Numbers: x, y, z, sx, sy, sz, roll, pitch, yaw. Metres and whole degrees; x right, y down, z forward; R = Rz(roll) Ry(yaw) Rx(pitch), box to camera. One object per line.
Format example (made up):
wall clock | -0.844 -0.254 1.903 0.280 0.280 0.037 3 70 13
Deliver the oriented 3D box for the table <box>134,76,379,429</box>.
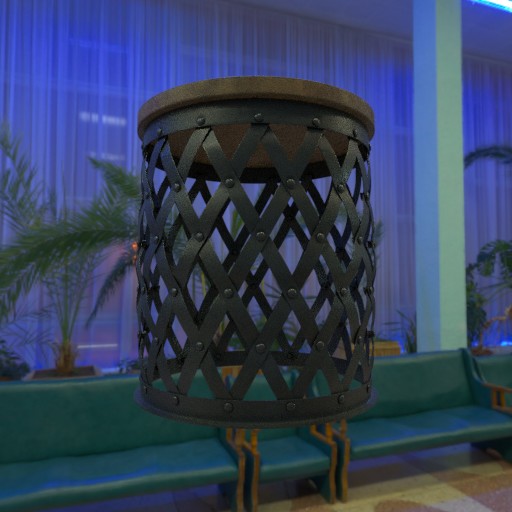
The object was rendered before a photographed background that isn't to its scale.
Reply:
table | 0.000 0.000 0.770 0.405 0.454 0.405 0 -3 0
